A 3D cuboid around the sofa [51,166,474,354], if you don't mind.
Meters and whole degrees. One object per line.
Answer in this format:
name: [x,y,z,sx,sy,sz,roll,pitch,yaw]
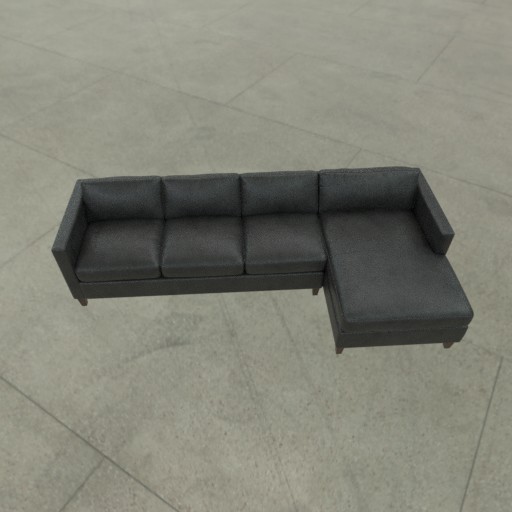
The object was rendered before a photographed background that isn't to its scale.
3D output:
sofa: [0.000,0.000,3.795,3.203,0.883,1.581,-2,46,-2]
